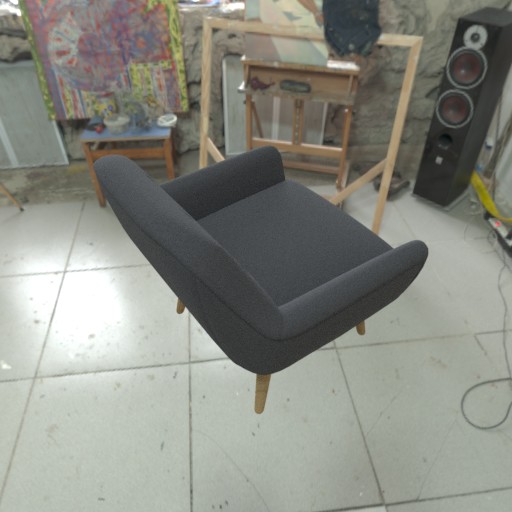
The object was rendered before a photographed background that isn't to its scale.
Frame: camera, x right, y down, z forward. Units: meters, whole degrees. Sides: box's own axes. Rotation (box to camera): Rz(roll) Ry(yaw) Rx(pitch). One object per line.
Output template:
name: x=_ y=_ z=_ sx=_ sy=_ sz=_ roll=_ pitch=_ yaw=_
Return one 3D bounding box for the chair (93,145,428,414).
chair: x=0.000 y=0.000 z=1.429 sx=0.779 sy=0.800 sz=0.770 roll=-26 pitch=48 yaw=-26
